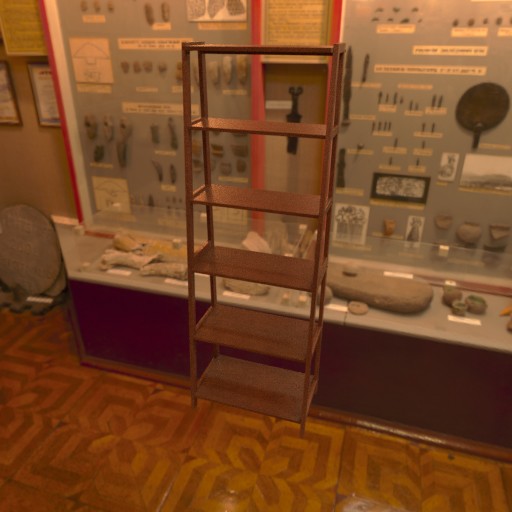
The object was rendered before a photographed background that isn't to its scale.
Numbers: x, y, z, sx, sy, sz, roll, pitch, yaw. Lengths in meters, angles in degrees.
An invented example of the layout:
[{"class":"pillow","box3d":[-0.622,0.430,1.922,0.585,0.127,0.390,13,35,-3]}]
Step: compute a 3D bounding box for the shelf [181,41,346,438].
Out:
[{"class":"shelf","box3d":[0.000,0.000,2.183,0.660,1.892,0.382,9,28,16]}]
